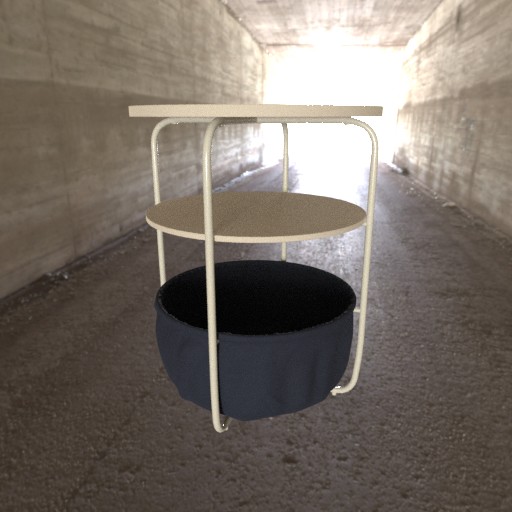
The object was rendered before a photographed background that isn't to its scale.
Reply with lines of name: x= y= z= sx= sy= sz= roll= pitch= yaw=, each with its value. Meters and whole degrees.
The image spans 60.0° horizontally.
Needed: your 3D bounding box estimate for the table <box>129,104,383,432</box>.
table: x=0.000 y=0.000 z=0.835 sx=0.418 sy=0.532 sz=0.418 roll=-8 pitch=19 yaw=-25
